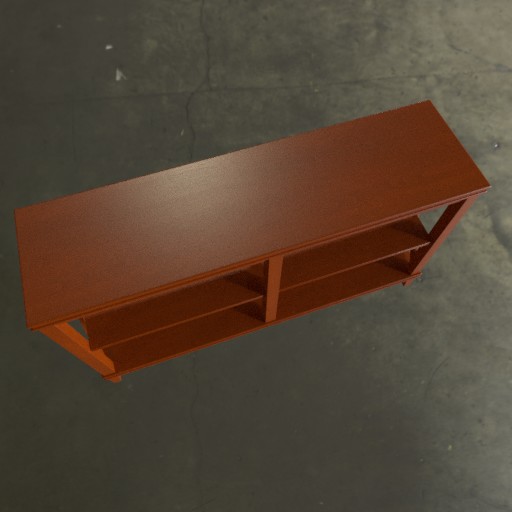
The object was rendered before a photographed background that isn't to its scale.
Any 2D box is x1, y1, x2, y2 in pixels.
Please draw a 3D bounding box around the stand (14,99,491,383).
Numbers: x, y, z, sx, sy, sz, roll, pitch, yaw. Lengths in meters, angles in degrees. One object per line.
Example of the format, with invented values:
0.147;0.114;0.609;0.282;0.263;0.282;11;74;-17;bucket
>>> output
0.000;0.000;1.655;1.372;0.762;0.381;-17;64;-8;stand
